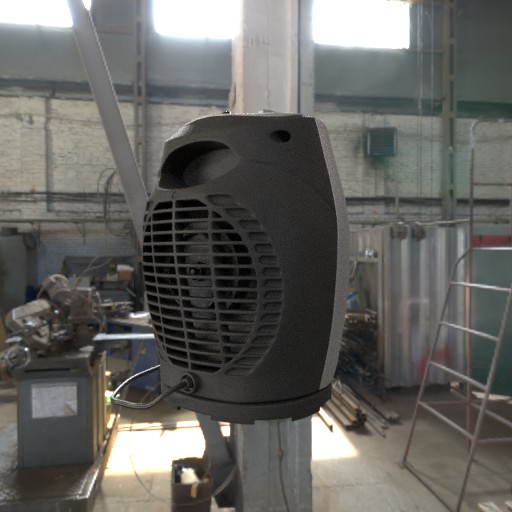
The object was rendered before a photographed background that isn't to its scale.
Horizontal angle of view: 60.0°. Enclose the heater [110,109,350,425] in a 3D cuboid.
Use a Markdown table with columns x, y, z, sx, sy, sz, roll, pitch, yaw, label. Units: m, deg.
| x | y | z | sx | sy | sz | roll | pitch | yaw | label |
| --- | --- | --- | --- | --- | --- | --- | --- | --- | --- |
| 0.000 | 0.000 | 0.466 | 0.239 | 0.255 | 0.291 | 0 | 1 | 36 | heater |
